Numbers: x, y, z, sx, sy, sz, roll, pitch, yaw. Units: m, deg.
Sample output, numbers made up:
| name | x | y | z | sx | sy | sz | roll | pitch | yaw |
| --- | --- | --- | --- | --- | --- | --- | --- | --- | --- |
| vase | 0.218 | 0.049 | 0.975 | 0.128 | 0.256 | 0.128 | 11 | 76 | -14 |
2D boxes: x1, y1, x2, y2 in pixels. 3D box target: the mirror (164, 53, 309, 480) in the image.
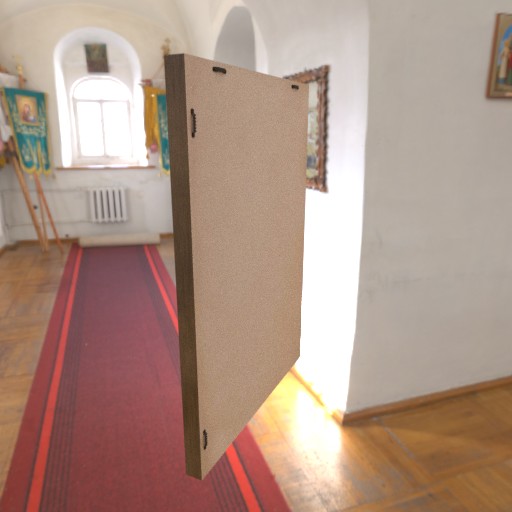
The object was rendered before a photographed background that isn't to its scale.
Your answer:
| name | x | y | z | sx | sy | sz | roll | pitch | yaw |
| --- | --- | --- | --- | --- | --- | --- | --- | --- | --- |
| mirror | 0.000 | 0.000 | 0.928 | 0.040 | 0.710 | 0.507 | 8 | 18 | 25 |
